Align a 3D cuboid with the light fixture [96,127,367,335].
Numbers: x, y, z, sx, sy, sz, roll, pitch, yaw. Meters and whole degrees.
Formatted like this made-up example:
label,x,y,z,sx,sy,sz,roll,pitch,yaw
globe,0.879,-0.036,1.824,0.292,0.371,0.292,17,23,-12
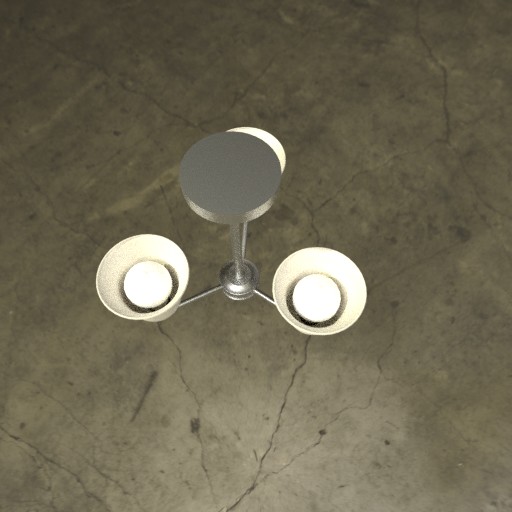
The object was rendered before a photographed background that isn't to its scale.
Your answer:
label,x,y,z,sx,sy,sz,roll,pitch,yaw
light fixture,0.000,0.000,0.678,0.354,0.370,0.388,32,68,14
